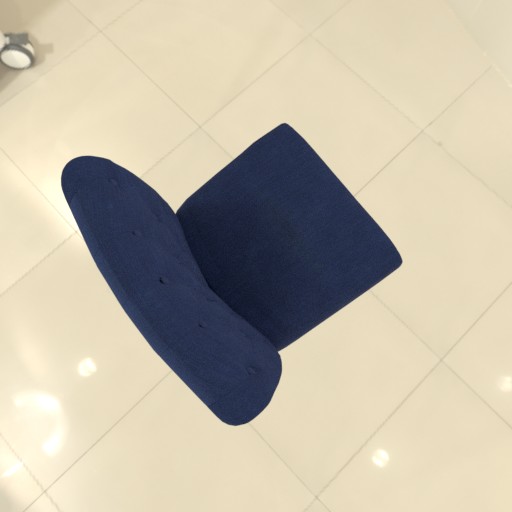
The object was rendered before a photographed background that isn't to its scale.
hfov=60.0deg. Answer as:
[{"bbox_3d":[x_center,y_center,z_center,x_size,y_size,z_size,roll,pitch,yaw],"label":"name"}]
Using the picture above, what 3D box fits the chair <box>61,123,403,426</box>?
[{"bbox_3d":[0.000,0.000,1.171,0.606,0.753,0.585,-36,79,-8],"label":"chair"}]
